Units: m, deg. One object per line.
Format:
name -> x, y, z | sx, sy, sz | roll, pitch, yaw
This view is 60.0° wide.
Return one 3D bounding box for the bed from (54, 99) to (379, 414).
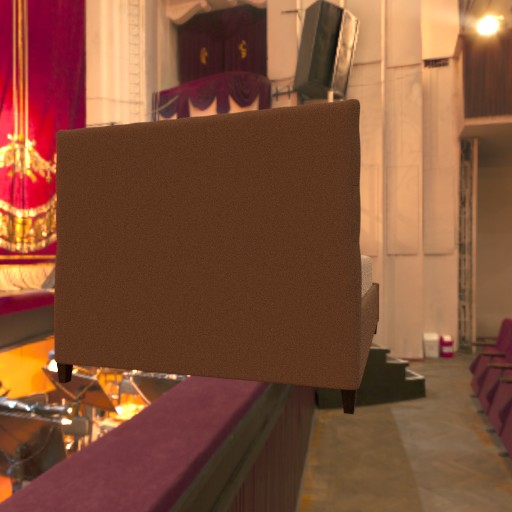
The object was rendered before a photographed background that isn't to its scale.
bed -> 0.000, 0.000, 3.284 | 1.696, 1.426, 2.233 | 0, 0, 18
